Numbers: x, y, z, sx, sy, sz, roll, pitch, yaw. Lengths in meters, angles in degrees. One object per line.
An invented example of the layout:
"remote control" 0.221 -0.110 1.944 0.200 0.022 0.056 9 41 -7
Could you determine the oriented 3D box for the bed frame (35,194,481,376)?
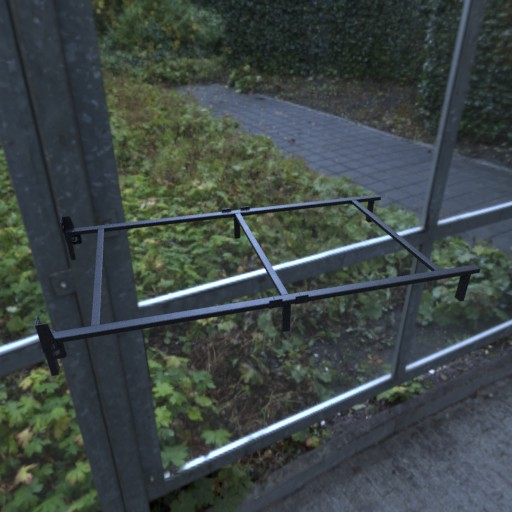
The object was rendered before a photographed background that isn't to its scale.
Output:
"bed frame" 0.000 0.000 2.257 1.897 0.248 0.968 -8 31 -13
